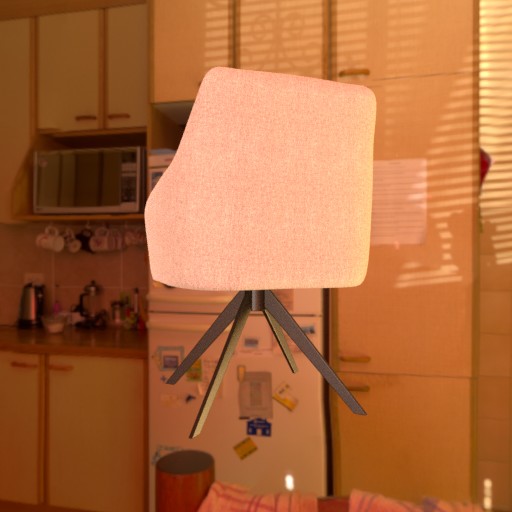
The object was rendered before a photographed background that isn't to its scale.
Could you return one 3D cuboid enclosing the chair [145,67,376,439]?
[{"bbox_3d":[0.000,0.000,1.363,0.642,0.874,0.677,0,1,-18],"label":"chair"}]
